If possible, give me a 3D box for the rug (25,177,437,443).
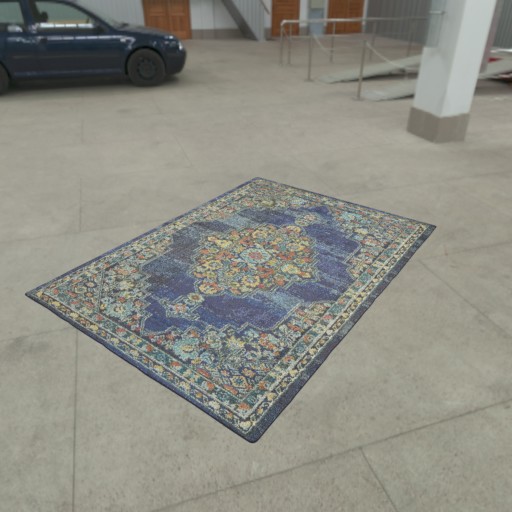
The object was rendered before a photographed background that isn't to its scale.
[{"bbox_3d":[0.000,0.000,2.861,1.630,0.009,2.232,21,37,30],"label":"rug"}]
